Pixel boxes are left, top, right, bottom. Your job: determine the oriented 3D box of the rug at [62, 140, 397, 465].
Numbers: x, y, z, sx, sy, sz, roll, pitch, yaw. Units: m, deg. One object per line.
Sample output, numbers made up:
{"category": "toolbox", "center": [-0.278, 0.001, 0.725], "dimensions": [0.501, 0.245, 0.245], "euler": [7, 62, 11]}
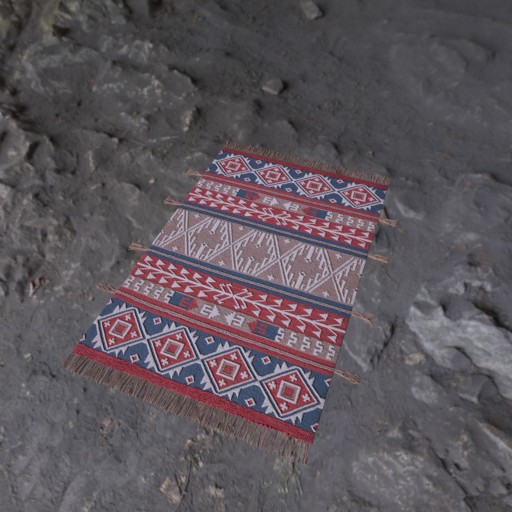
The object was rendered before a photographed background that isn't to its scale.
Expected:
{"category": "rug", "center": [0.000, 0.000, 2.583], "dimensions": [1.469, 0.040, 2.025], "euler": [16, 51, 14]}
